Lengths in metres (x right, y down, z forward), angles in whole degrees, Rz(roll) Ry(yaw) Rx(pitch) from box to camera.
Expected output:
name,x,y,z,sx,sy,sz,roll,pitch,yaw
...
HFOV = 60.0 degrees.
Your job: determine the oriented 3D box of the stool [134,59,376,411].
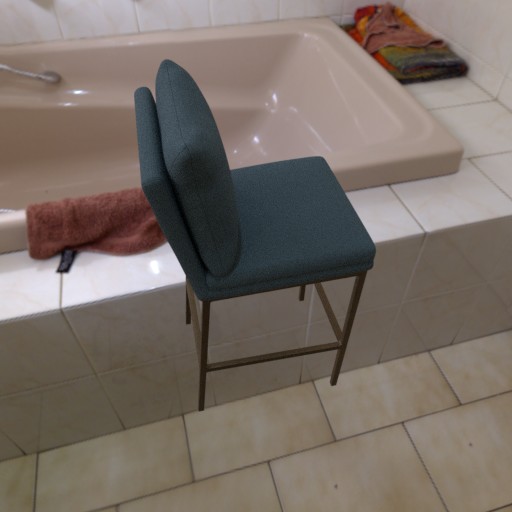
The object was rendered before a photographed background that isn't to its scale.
name,x,y,z,sx,sy,sz,roll,pitch,yaw
stool,0.000,0.000,1.420,0.568,1.124,0.463,-9,47,-9
